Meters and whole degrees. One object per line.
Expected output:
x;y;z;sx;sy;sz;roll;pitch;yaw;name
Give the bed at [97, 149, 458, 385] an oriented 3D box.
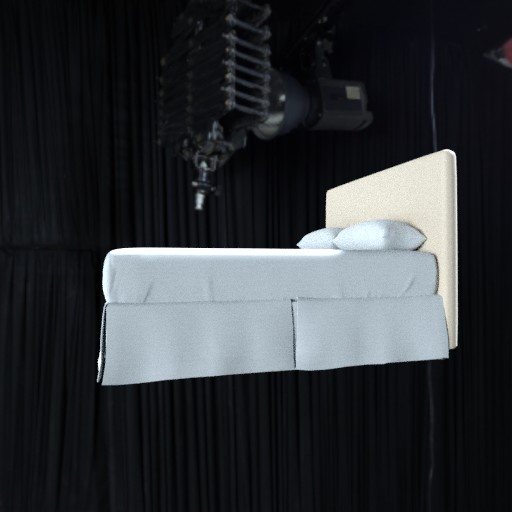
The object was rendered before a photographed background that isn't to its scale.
0.000;0.000;3.253;2.142;1.330;1.748;0;-1;-17;bed
